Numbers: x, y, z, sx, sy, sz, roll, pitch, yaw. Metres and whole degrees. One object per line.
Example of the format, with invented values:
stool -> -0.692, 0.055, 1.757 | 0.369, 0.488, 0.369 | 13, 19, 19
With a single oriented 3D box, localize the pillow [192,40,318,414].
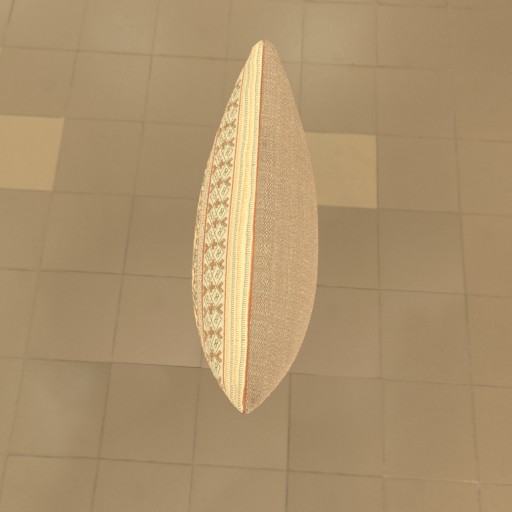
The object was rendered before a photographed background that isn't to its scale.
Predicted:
pillow -> 0.000, 0.000, 0.815 | 0.215, 0.519, 0.521 | 3, 76, 1
